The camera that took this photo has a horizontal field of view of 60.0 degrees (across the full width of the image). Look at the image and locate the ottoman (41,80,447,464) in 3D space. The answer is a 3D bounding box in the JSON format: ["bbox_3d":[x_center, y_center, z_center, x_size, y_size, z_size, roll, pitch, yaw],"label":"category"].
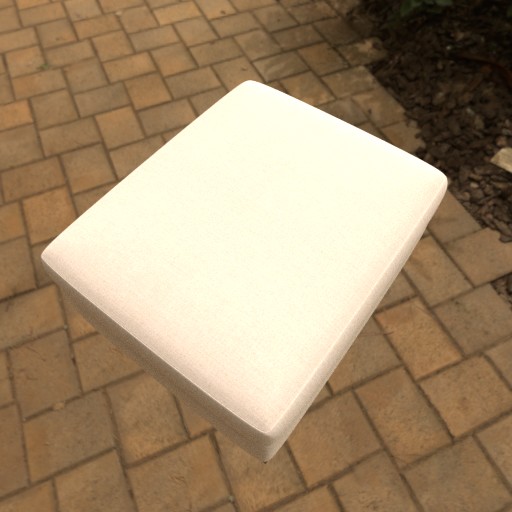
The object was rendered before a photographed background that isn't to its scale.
[{"bbox_3d":[0.000,0.000,1.182,0.657,0.453,0.794,33,64,18],"label":"ottoman"}]
